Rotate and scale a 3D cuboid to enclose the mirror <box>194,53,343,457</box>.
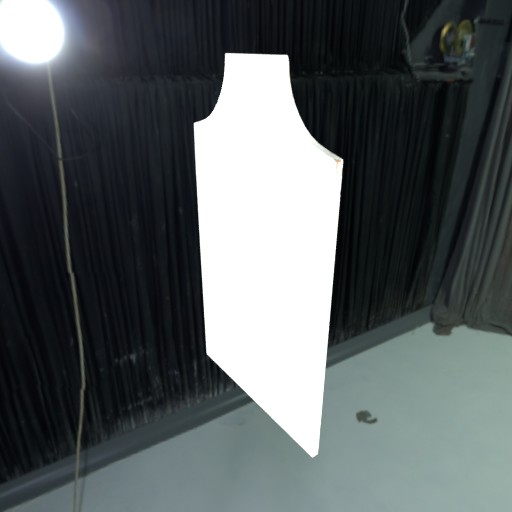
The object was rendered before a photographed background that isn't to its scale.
[{"bbox_3d":[0.000,0.000,0.865,0.022,0.717,0.403,-18,31,-32],"label":"mirror"}]
